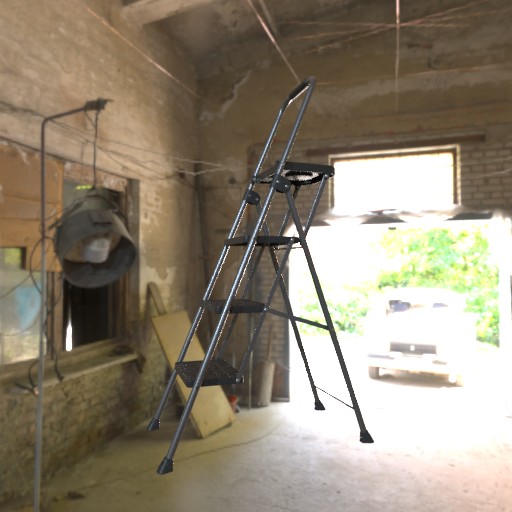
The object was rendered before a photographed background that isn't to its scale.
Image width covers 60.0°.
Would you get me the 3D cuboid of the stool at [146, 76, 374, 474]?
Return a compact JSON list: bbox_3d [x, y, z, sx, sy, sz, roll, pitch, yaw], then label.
[{"bbox_3d":[0.000,0.000,1.594,0.733,1.277,0.396,0,-1,-19],"label":"stool"}]
